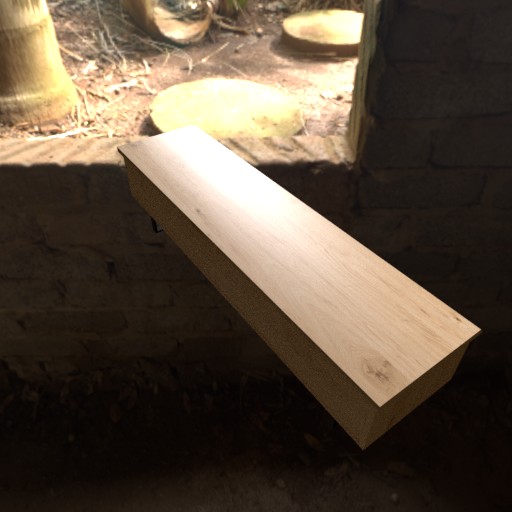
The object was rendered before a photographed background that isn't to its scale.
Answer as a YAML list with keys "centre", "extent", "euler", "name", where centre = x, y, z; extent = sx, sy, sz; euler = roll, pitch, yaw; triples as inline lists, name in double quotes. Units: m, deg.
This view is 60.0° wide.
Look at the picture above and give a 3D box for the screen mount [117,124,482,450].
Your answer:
- centre: [0.000, 0.000, 1.870]
  extent: [0.450, 0.430, 1.700]
  euler: [-25, 47, -26]
  name: "screen mount"
